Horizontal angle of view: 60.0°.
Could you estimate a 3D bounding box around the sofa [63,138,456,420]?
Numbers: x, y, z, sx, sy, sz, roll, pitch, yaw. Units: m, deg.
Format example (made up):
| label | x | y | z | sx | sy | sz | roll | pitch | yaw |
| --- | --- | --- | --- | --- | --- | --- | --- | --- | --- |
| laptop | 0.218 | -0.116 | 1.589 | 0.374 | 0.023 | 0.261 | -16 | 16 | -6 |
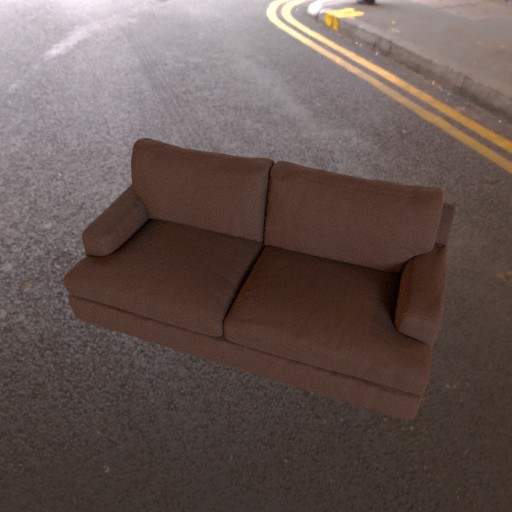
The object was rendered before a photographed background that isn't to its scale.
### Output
| label | x | y | z | sx | sy | sz | roll | pitch | yaw |
| --- | --- | --- | --- | --- | --- | --- | --- | --- | --- |
| sofa | 0.000 | 0.000 | 2.833 | 2.274 | 0.950 | 1.140 | 13 | 41 | 15 |
